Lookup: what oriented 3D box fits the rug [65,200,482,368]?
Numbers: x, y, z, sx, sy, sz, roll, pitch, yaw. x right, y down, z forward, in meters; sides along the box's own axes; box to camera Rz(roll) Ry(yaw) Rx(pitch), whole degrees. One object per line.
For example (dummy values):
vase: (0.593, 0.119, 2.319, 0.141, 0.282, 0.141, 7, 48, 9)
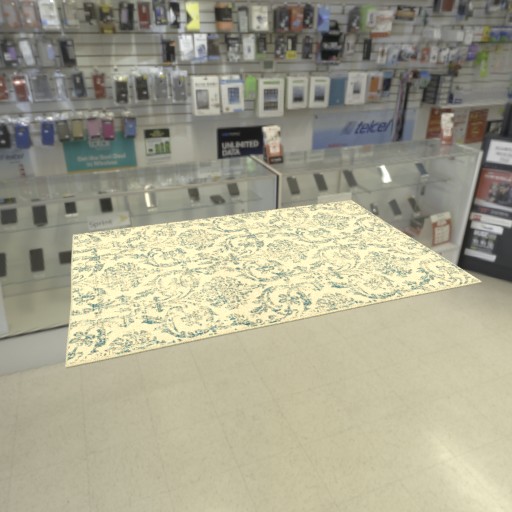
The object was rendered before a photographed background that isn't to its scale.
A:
rug: (0.000, 0.000, 3.494, 2.746, 0.018, 1.819, -9, 28, -17)
